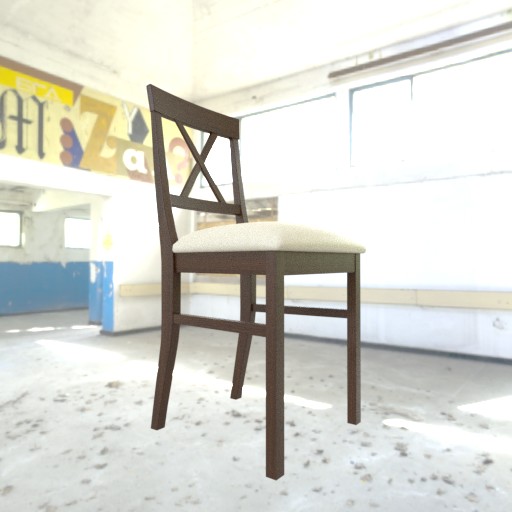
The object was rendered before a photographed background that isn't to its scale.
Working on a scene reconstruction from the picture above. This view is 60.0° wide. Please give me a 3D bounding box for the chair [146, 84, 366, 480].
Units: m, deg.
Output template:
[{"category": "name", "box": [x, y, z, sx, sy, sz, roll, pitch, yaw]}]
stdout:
[{"category": "chair", "box": [0.000, 0.000, 1.192, 0.480, 0.913, 0.440, -1, -1, 37]}]
